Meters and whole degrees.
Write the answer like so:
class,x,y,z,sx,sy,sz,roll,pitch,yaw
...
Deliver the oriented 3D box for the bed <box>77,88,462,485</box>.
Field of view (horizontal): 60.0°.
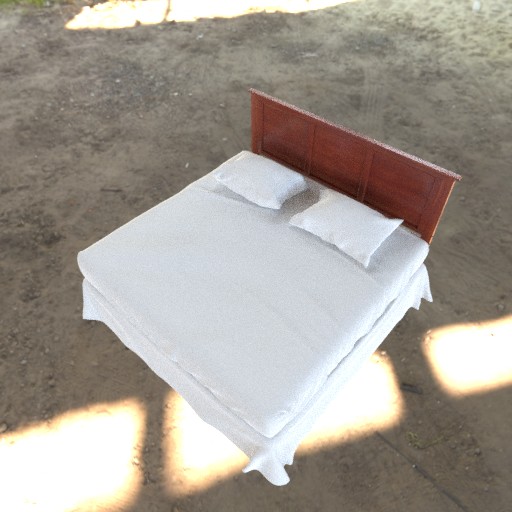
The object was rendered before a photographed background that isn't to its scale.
class,x,y,z,sx,sy,sz,roll,pitch,yaw
bed,0.000,0.000,3.468,2.314,1.271,2.219,33,55,27
